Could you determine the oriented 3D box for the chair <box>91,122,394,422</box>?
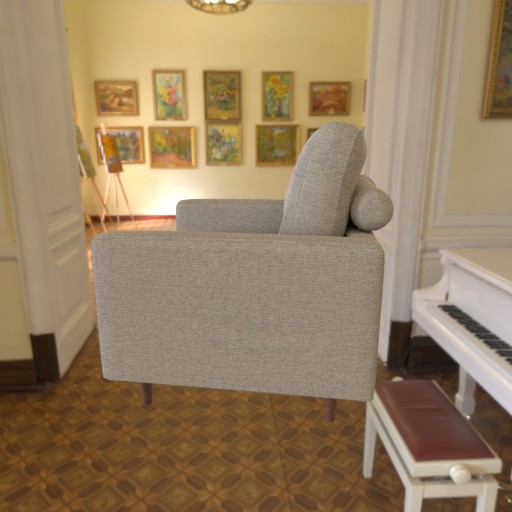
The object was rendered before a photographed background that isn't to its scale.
[{"bbox_3d":[0.000,0.000,1.556,0.843,0.880,0.821,2,15,8],"label":"chair"}]
